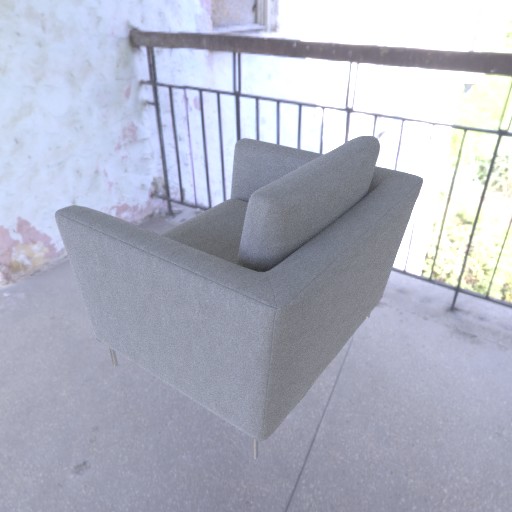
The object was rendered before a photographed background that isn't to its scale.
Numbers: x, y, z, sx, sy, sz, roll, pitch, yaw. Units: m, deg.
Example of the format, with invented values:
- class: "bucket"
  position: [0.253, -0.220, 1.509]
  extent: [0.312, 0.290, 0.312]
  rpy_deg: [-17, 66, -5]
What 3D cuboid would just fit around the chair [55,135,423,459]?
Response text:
- class: "chair"
  position: [0.000, 0.000, 1.692]
  extent: [0.889, 0.864, 1.041]
  rpy_deg: [21, 37, 30]
